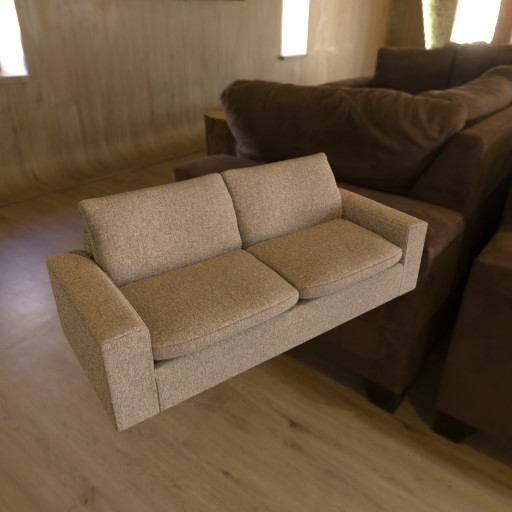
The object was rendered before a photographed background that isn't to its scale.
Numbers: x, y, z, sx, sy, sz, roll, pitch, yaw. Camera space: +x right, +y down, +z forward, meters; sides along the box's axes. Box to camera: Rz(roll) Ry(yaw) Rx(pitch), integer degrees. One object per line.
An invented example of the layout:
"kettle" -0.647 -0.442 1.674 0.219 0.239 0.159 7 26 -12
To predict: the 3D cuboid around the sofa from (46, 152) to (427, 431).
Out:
"sofa" 0.000 0.000 2.858 2.299 0.922 1.040 -18 33 -31
